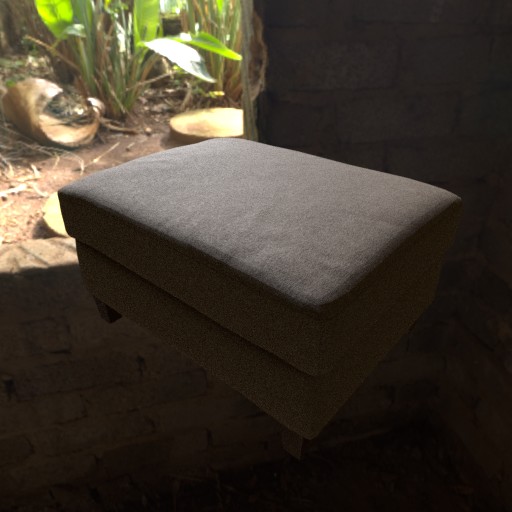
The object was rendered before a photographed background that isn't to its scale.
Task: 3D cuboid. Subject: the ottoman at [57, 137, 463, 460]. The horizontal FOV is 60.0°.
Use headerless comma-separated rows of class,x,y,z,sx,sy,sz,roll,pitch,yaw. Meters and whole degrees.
ottoman,0.000,0.000,1.278,0.889,0.511,0.692,23,38,34
